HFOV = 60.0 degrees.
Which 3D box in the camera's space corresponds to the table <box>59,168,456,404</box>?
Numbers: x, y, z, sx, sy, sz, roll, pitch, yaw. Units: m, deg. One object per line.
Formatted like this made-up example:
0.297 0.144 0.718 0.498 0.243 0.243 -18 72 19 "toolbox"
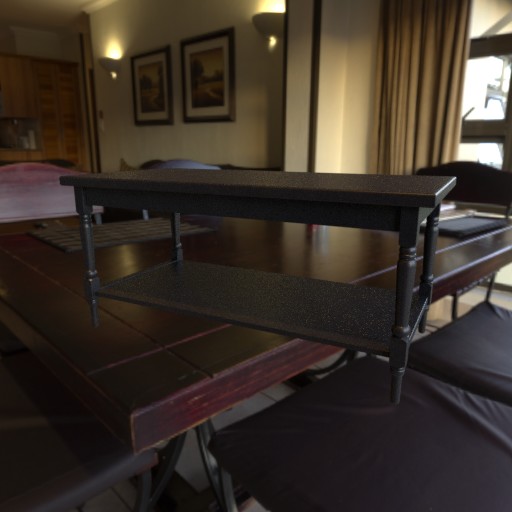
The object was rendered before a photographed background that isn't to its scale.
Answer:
0.000 0.000 1.440 1.107 0.510 0.550 7 16 27 "table"
